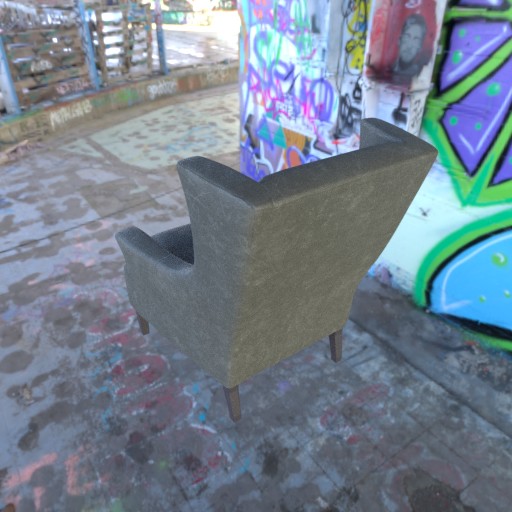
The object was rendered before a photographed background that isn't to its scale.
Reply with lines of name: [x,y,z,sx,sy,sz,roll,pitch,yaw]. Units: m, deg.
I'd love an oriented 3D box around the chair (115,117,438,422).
chair: [0.000,0.000,1.697,0.853,1.016,0.926,-21,37,-30]
